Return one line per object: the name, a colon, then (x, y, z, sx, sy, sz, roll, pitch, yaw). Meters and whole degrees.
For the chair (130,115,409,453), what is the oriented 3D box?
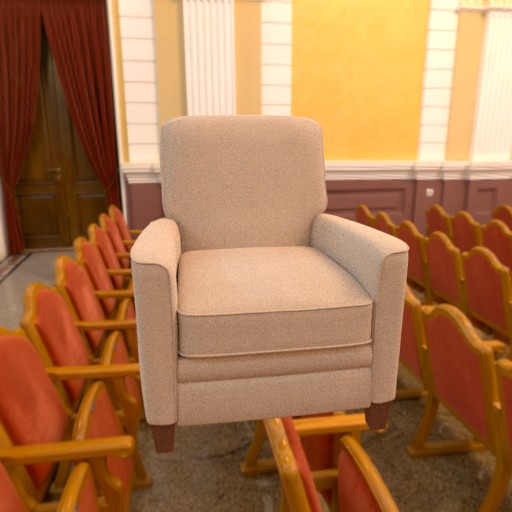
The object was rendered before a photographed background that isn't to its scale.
chair: (0.000, 0.000, 1.641, 0.841, 1.023, 0.858, -3, 16, -9)
